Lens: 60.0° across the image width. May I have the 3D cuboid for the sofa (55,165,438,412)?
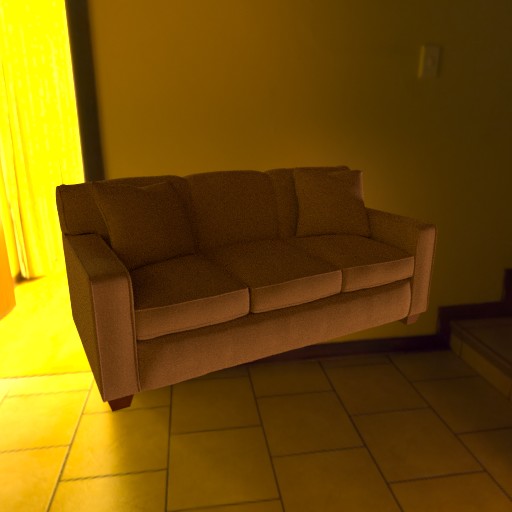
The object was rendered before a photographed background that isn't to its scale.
[{"bbox_3d":[0.000,0.000,2.630,2.024,0.958,0.997,-9,19,-27],"label":"sofa"}]
